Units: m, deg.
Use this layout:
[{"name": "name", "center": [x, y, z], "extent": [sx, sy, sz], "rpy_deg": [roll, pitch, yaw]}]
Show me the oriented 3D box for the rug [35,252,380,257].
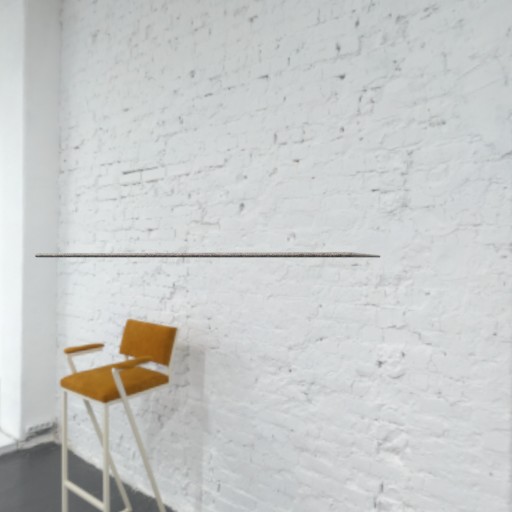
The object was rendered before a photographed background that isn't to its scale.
[{"name": "rug", "center": [0.000, 0.000, 2.406], "extent": [1.219, 0.016, 1.829], "rpy_deg": [0, 0, 18]}]
